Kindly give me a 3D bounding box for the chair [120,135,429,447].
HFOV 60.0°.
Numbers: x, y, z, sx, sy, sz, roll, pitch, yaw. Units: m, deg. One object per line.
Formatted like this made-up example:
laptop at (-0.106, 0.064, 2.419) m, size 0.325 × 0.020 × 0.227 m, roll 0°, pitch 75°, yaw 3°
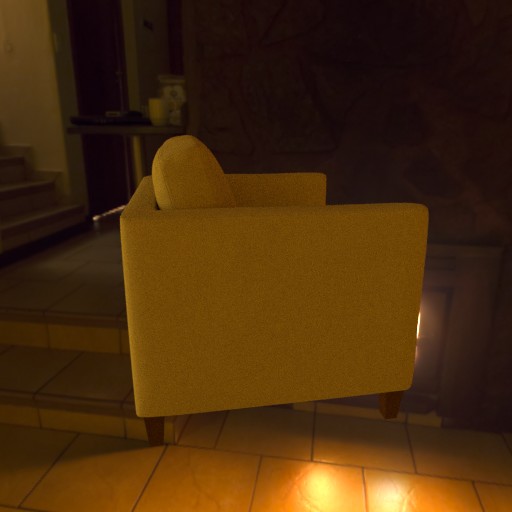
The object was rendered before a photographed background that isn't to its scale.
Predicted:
chair at (0.000, 0.000, 1.840) m, size 0.959 × 0.961 × 1.107 m, roll -3°, pitch 16°, yaw -10°
